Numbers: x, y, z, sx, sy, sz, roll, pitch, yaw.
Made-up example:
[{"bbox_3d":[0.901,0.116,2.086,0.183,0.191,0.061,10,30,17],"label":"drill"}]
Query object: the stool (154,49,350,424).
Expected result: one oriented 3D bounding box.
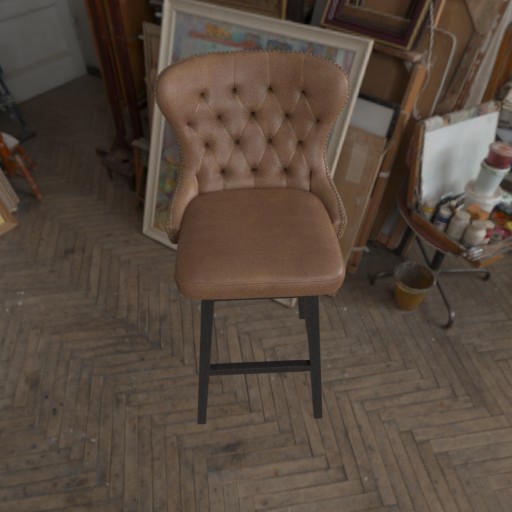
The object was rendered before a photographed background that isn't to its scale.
[{"bbox_3d":[0.000,0.000,1.397,0.528,1.050,0.601,-2,45,-2],"label":"stool"}]
